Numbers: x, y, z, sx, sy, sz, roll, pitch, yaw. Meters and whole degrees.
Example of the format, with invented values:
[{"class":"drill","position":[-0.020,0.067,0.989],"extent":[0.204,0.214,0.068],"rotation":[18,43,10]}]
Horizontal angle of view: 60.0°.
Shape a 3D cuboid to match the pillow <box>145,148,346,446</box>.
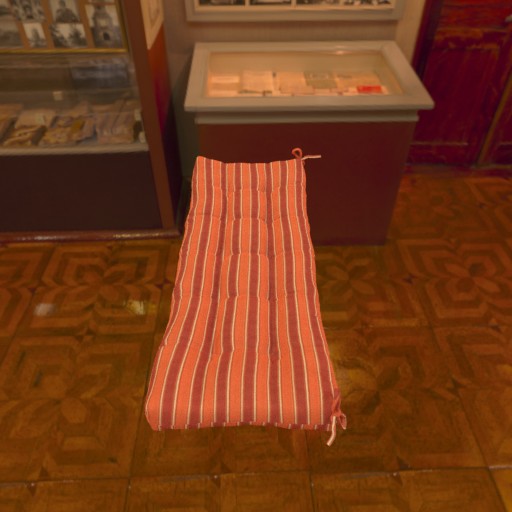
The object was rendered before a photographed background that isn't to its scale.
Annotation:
[{"class":"pillow","position":[0.000,0.000,1.403],"extent":[0.511,0.174,1.194],"rotation":[0,42,0]}]
